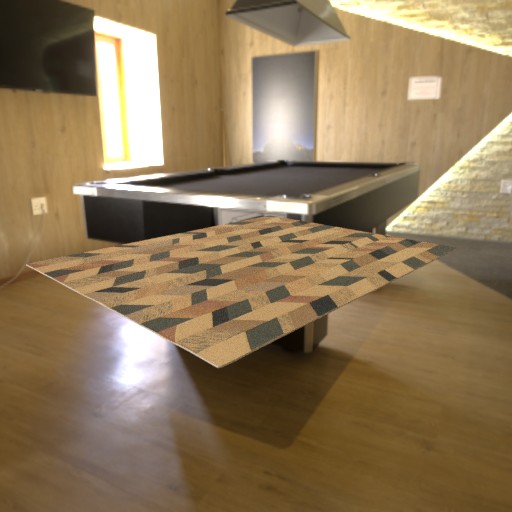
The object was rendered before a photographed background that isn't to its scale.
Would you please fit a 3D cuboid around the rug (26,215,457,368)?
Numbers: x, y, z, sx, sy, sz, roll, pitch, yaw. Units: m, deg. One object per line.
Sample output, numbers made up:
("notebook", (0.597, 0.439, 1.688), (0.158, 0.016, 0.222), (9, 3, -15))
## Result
("rug", (0.000, 0.000, 3.998), (2.451, 0.011, 3.072), (15, 22, 42))
